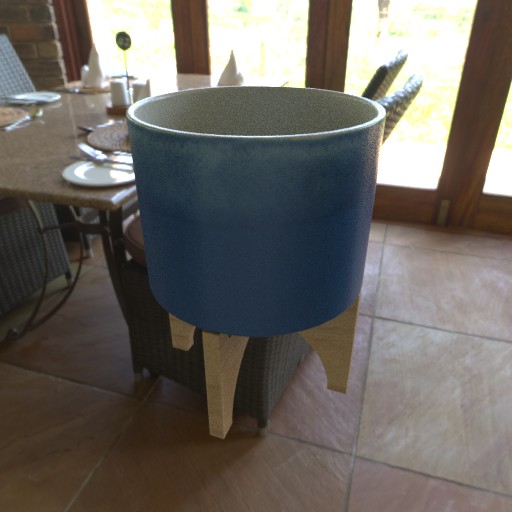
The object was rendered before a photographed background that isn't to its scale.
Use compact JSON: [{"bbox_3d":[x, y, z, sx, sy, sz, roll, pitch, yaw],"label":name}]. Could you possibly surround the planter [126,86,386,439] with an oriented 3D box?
[{"bbox_3d":[0.000,0.000,0.401,0.192,0.263,0.192,0,29,0],"label":"planter"}]
